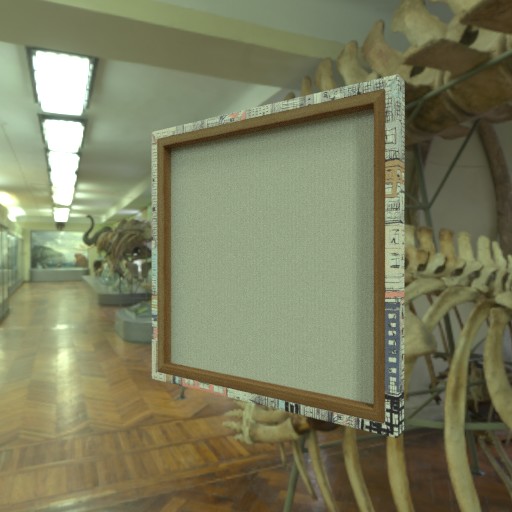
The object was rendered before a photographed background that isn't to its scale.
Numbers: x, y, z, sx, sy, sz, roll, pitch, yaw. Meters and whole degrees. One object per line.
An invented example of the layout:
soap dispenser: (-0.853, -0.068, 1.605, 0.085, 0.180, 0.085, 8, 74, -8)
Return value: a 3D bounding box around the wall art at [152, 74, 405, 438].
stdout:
wall art: (0.000, 0.000, 1.163, 0.761, 0.762, 0.048, 0, 0, 36)
